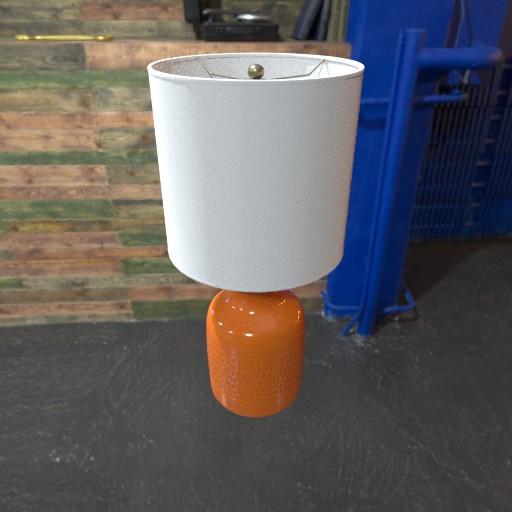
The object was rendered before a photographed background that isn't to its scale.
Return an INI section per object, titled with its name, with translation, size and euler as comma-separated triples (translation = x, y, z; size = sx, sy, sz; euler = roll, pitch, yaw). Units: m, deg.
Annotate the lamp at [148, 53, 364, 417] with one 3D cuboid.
[lamp]
translation = 0.000, 0.000, 1.088
size = 0.418, 0.871, 0.418
euler = -1, 30, -2
